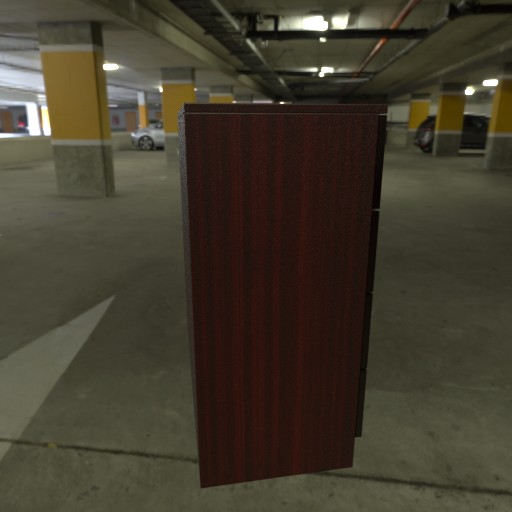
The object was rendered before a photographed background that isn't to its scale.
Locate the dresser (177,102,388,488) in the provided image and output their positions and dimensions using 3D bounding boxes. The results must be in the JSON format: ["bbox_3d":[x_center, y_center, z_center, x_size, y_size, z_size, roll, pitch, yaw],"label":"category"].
[{"bbox_3d":[0.000,0.000,1.156,0.360,0.720,0.750,-3,17,-10],"label":"dresser"}]
